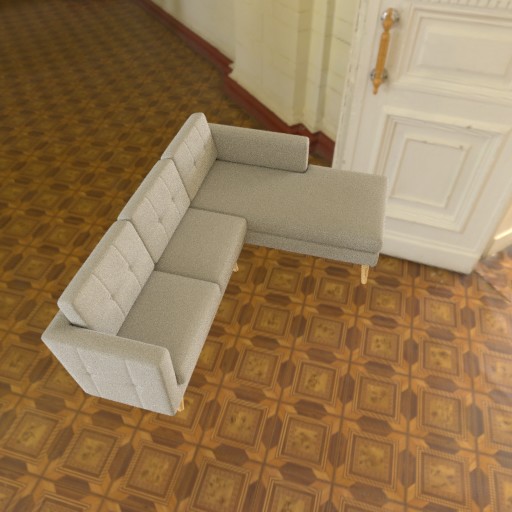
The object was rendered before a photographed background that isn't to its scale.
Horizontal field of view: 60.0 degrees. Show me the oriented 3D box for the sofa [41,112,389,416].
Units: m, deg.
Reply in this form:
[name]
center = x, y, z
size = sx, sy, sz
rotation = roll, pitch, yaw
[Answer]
[sofa]
center = 0.000, 0.000, 2.771
size = 1.530, 0.860, 2.040
rotation = 11, 47, 10
